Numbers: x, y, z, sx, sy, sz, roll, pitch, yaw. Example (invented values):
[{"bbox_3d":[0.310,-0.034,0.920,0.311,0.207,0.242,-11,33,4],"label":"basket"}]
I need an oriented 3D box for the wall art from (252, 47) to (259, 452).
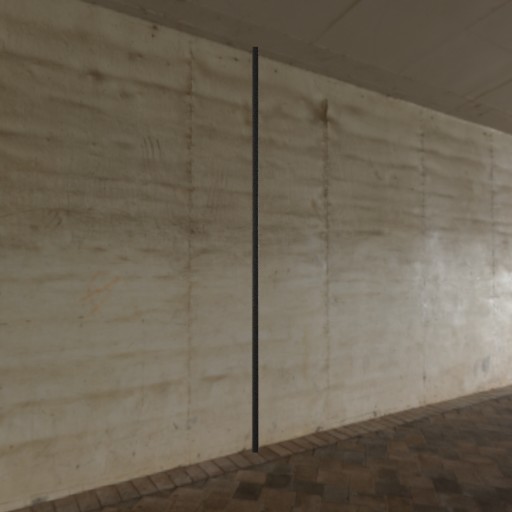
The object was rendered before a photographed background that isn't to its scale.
[{"bbox_3d":[0.000,0.000,1.478,0.013,0.811,1.192,0,-2,0],"label":"wall art"}]
